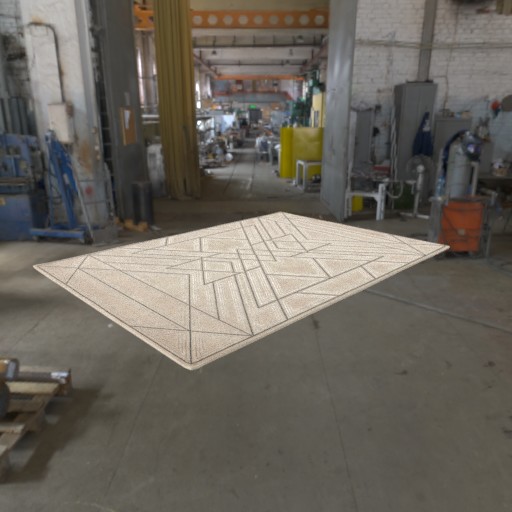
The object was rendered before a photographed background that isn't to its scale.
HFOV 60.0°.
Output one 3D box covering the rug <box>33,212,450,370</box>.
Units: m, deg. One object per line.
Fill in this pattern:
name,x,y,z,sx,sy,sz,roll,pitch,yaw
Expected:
rug,0.000,0.000,4.369,3.381,0.026,2.436,-17,24,-42
